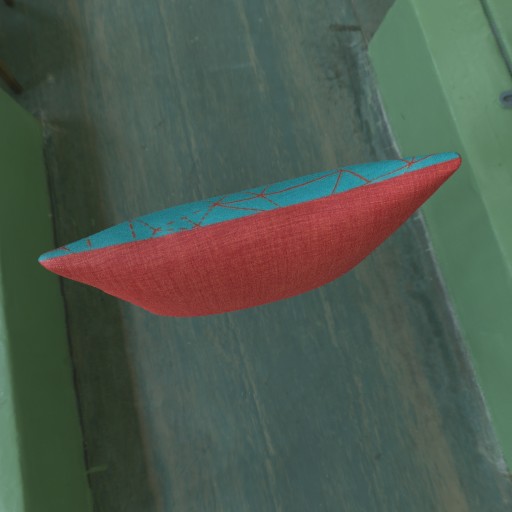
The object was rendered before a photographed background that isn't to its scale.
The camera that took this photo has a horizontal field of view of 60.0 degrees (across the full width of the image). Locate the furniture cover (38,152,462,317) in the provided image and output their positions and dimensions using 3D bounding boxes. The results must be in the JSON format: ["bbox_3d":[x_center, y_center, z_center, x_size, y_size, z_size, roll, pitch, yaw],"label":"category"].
[{"bbox_3d":[0.000,0.000,0.767,0.517,0.508,0.158,-14,77,-3],"label":"furniture cover"}]
